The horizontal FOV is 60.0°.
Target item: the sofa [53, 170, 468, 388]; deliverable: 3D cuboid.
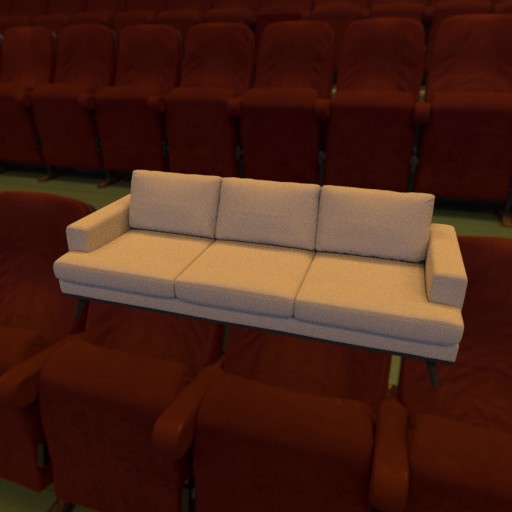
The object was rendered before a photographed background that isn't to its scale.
[{"bbox_3d":[0.000,0.000,2.740,2.310,0.810,0.920,8,26,16],"label":"sofa"}]
